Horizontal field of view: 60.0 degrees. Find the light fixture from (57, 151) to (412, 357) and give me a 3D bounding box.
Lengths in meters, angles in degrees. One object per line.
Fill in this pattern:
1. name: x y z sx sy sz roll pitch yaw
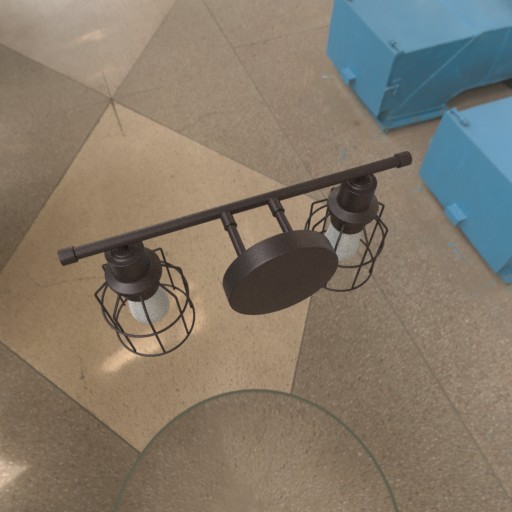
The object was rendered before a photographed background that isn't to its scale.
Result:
1. light fixture: 0.000 0.000 0.535 0.406 0.254 0.165 -17 59 -11
